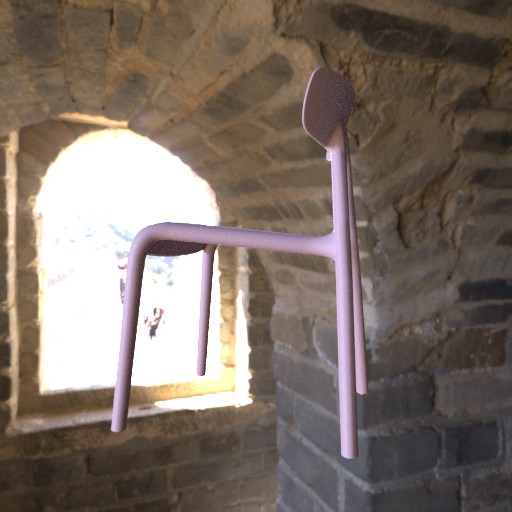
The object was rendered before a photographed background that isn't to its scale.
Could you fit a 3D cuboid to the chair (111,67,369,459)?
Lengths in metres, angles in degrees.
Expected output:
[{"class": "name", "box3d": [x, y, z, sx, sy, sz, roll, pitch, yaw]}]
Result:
[{"class": "chair", "box3d": [0.000, 0.000, 0.838, 0.401, 0.580, 0.356, 0, 1, 17]}]
